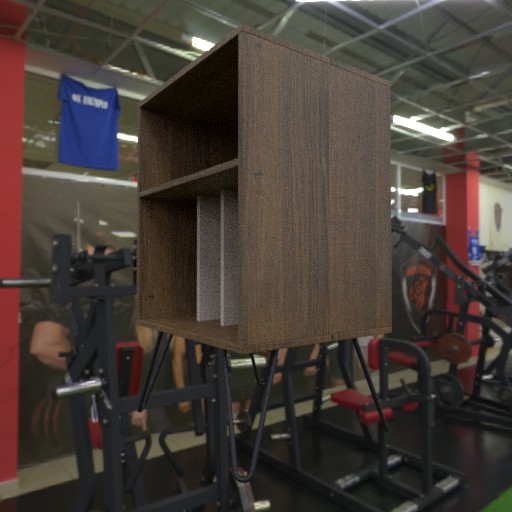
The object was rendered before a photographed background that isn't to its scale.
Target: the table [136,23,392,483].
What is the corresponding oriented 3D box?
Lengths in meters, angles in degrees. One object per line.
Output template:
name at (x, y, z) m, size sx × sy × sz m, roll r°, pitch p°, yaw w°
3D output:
table at (0.000, 0.000, 1.170) m, size 0.457 × 0.866 × 0.526 m, roll 1°, pitch -1°, yaw -37°
